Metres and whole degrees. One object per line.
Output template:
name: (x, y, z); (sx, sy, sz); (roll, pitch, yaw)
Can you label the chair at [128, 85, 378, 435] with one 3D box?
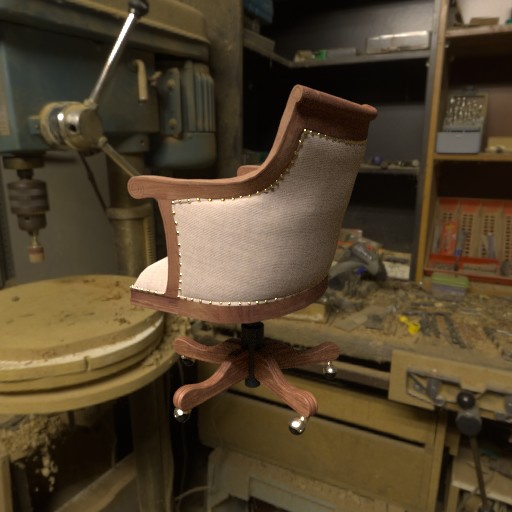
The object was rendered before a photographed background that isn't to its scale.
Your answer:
chair: (0.000, 0.000, 1.453); (0.689, 0.965, 0.656); (7, 16, 26)
